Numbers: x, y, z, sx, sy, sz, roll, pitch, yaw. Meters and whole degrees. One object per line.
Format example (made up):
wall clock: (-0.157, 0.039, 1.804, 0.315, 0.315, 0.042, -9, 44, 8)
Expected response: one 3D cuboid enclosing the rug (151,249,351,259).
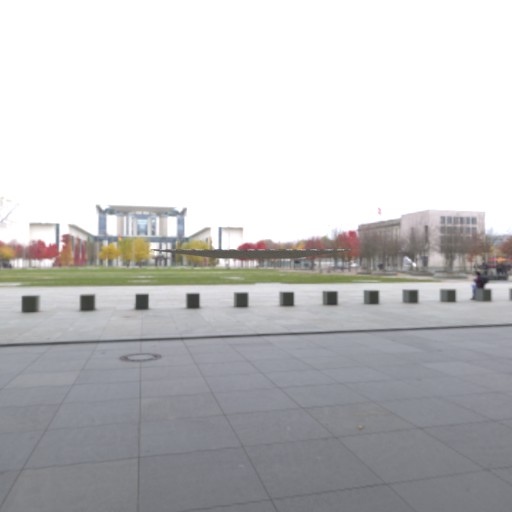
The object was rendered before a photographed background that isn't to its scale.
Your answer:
rug: (0.000, 0.000, 2.639, 0.660, 0.005, 2.464, 0, -1, 1)
